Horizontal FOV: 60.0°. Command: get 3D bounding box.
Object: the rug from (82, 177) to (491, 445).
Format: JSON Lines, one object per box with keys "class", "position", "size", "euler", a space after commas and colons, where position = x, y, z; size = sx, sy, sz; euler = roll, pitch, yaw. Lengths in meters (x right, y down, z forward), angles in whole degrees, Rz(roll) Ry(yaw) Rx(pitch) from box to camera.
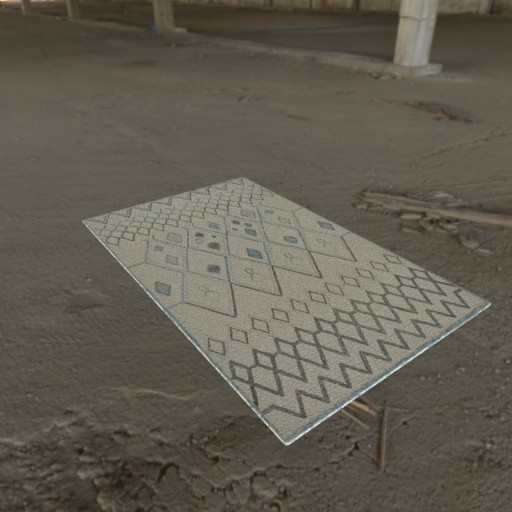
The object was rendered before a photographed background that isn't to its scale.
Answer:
{"class": "rug", "position": [0.000, 0.000, 2.961], "size": [1.524, 0.015, 2.439], "euler": [-21, 37, -31]}
